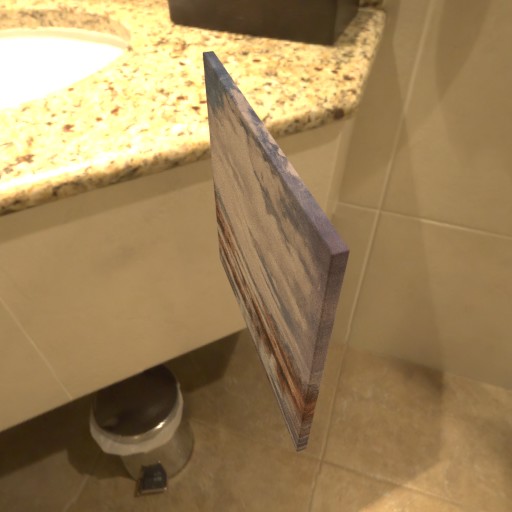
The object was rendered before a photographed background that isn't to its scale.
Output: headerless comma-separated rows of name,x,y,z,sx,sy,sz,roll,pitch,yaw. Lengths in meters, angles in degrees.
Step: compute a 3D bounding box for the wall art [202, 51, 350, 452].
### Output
wall art,0.000,0.000,1.362,0.035,0.897,0.888,-14,48,-13
